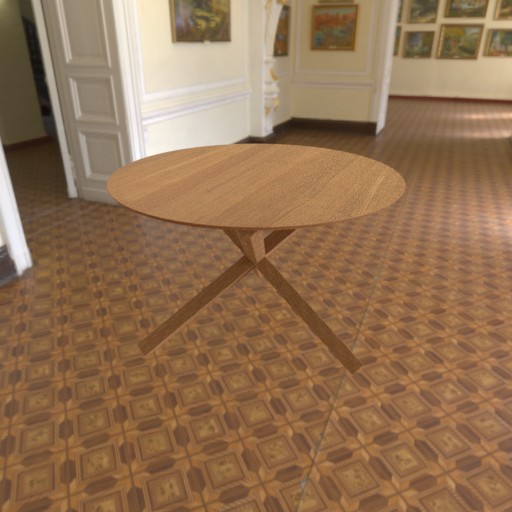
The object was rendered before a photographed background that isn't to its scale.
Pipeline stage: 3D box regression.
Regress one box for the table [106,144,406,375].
[{"bbox_3d":[0.000,0.000,1.751,1.038,0.666,1.038,0,26,0],"label":"table"}]
